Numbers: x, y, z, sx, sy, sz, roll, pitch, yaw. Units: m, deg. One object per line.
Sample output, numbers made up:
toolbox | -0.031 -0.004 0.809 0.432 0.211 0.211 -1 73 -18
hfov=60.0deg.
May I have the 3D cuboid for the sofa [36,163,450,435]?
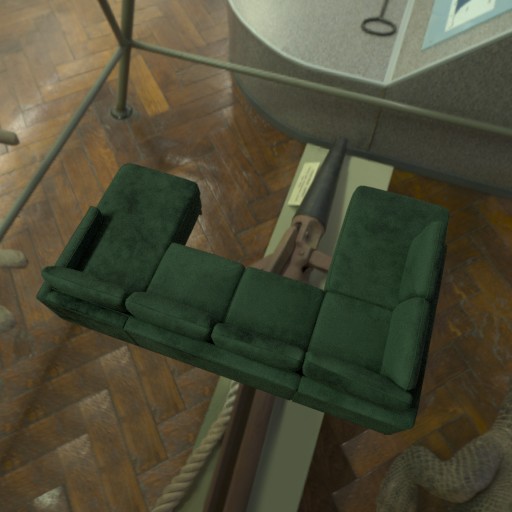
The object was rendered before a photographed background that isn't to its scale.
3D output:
sofa | 0.000 0.000 3.779 2.994 0.861 1.992 17 65 8
